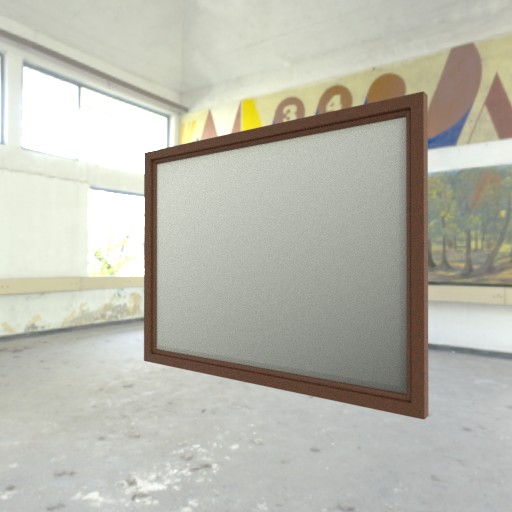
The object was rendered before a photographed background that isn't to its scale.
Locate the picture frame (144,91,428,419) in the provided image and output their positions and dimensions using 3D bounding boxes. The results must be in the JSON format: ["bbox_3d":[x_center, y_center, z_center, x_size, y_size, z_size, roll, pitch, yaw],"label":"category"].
[{"bbox_3d":[0.000,0.000,1.785,1.329,1.018,0.045,0,-1,37],"label":"picture frame"}]
